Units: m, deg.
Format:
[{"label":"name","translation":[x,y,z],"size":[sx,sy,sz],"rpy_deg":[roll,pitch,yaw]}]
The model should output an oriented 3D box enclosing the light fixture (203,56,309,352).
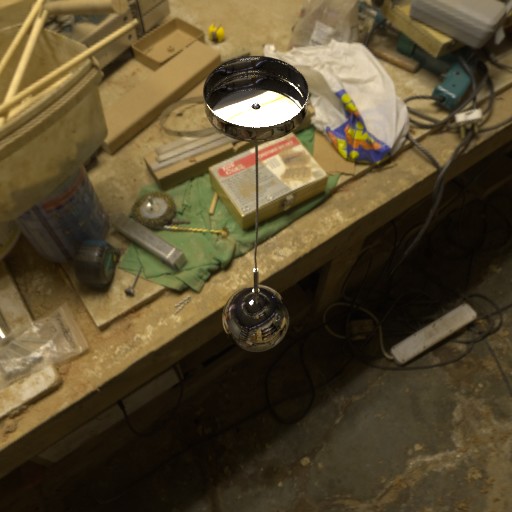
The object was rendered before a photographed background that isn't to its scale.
[{"label":"light fixture","translation":[0.000,0.000,1.700],"size":[0.336,1.538,0.336],"rpy_deg":[-31,64,-17]}]
